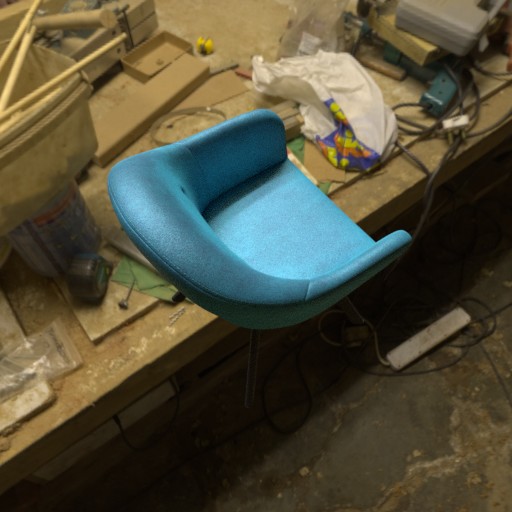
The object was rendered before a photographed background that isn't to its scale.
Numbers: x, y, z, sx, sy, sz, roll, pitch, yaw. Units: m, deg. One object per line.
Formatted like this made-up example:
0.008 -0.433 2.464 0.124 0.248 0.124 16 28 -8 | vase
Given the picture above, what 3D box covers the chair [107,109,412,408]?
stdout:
0.000 0.000 1.169 0.570 0.780 0.540 -32 63 -18 | chair
